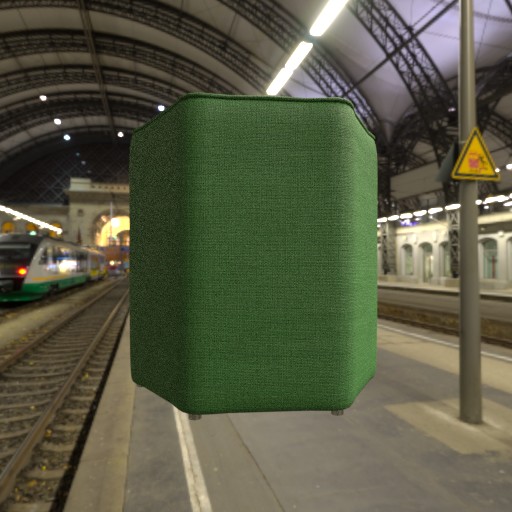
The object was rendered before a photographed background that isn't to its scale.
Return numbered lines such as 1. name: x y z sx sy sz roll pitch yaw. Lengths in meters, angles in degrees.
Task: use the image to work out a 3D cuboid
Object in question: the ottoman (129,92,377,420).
1. ottoman: 0.000 0.000 0.890 0.444 0.507 0.499 1 -1 -35
